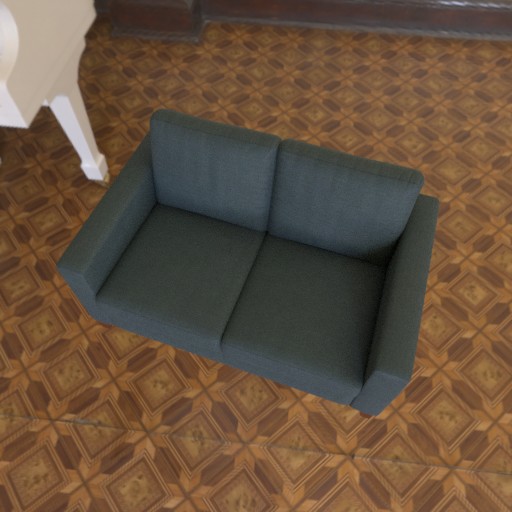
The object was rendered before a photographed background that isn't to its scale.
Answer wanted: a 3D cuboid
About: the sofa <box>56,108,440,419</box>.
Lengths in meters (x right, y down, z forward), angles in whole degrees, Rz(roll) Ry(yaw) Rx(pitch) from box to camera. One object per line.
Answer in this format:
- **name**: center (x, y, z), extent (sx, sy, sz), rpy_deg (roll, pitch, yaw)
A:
- **sofa**: center (0.000, 0.000, 2.099), extent (1.489, 0.903, 0.955), rpy_deg (16, 59, 10)
